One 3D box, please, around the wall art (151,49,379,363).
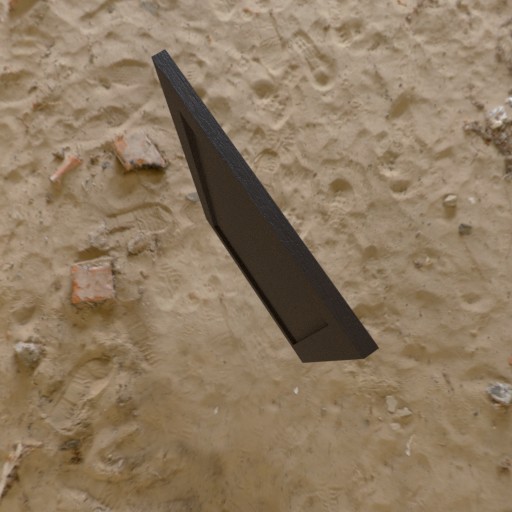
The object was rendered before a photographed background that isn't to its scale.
[{"bbox_3d":[0.000,0.000,0.664,0.017,0.513,0.359,-33,78,-8],"label":"wall art"}]
